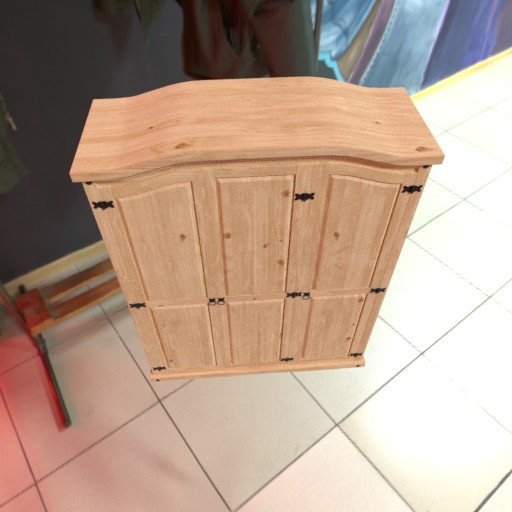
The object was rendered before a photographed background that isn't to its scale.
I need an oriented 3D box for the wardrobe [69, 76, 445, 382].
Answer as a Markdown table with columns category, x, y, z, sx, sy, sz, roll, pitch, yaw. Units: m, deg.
| category | x | y | z | sx | sy | sz | roll | pitch | yaw |
| --- | --- | --- | --- | --- | --- | --- | --- | --- | --- |
| wardrobe | 0.000 | 0.000 | 2.591 | 1.500 | 1.870 | 0.570 | -3 | 48 | -3 |
